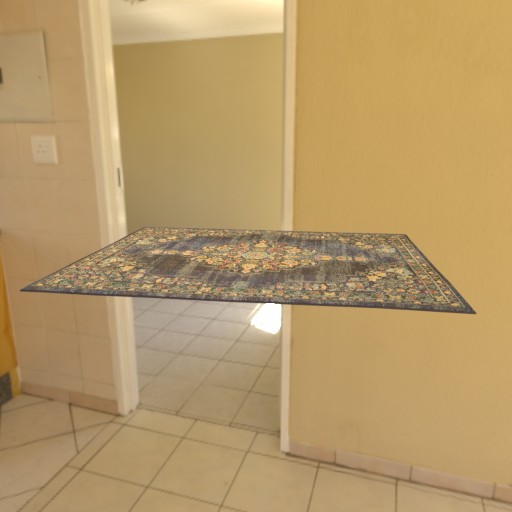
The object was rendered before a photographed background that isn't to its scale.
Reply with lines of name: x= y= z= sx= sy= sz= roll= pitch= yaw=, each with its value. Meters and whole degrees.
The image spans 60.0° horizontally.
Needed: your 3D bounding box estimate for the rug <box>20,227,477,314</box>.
rug: x=0.000 y=0.000 z=4.749 sx=3.612 sy=0.035 sz=2.716 roll=2 pitch=15 yaw=8
